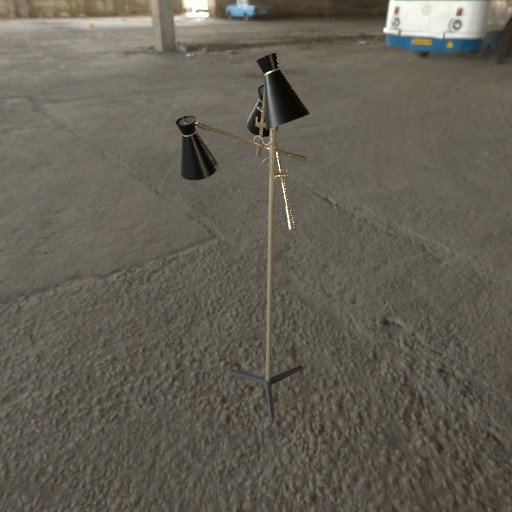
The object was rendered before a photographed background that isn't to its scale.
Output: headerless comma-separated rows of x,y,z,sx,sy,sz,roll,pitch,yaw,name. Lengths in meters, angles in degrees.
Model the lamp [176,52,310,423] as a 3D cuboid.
0.000,0.000,2.083,0.653,1.804,0.750,-19,36,-29,lamp
